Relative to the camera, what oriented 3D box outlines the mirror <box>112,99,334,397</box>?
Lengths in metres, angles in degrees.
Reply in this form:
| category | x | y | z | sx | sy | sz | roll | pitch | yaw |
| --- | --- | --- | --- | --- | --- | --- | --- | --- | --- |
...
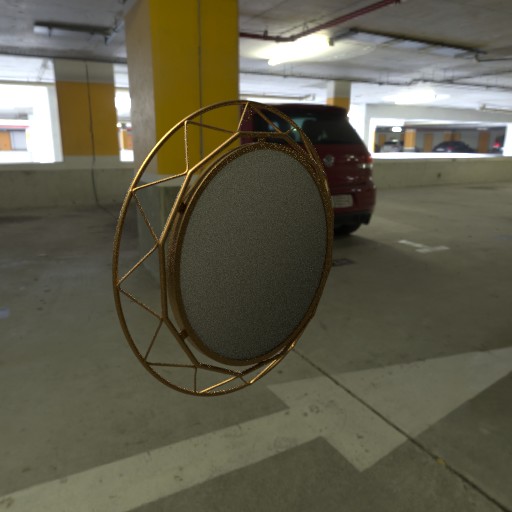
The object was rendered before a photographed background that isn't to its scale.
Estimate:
| category | x | y | z | sx | sy | sz | roll | pitch | yaw |
| --- | --- | --- | --- | --- | --- | --- | --- | --- | --- |
| mirror | 0.000 | 0.000 | 0.677 | 0.043 | 0.454 | 0.454 | 13 | 19 | 43 |
